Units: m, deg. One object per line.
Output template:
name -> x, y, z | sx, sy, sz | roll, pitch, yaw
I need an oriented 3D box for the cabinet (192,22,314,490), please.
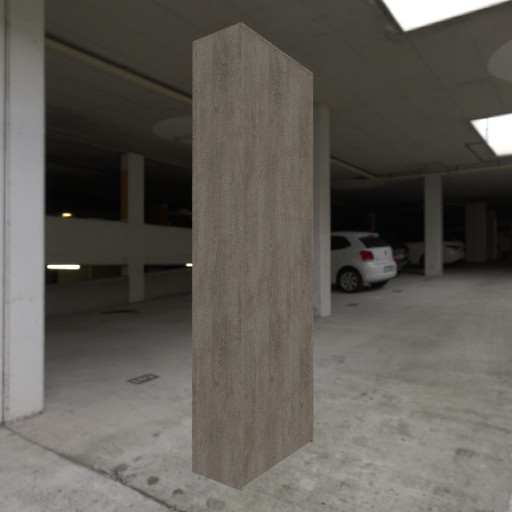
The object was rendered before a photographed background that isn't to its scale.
cabinet -> 0.000, 0.000, 1.825 | 0.250, 1.630, 0.520 | -1, -1, 36
